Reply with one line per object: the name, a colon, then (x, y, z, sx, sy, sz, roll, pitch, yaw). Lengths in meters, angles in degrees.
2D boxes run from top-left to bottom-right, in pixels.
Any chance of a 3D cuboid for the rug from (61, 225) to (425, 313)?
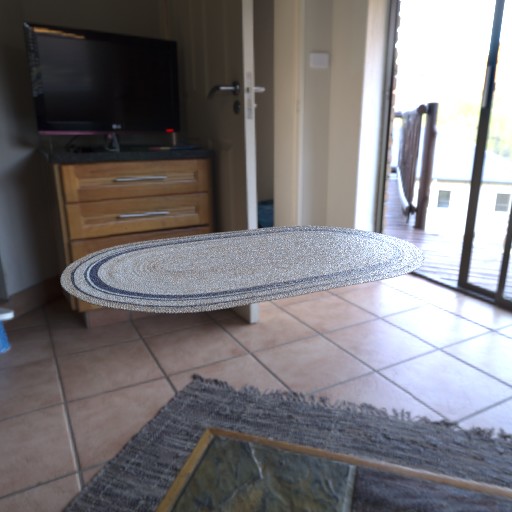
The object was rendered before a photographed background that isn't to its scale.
rug: (0.000, 0.000, 2.991, 2.432, 0.006, 1.520, -8, 18, -25)
